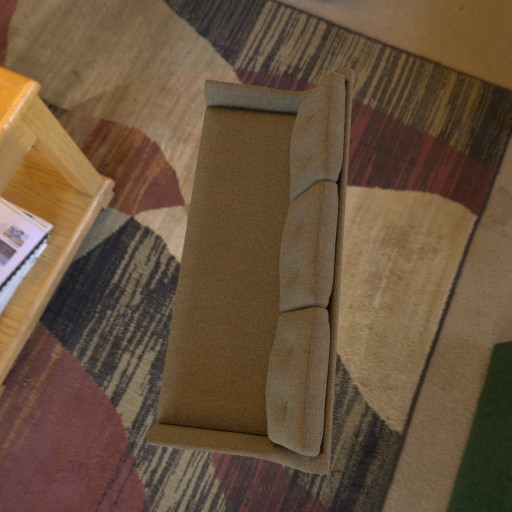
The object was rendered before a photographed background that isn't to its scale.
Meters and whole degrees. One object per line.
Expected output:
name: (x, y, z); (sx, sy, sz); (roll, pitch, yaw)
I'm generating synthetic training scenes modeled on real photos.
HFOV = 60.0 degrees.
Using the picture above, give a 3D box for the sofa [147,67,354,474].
sofa: (0.000, 0.000, 2.473); (0.849, 0.837, 2.060); (6, 75, 2)
